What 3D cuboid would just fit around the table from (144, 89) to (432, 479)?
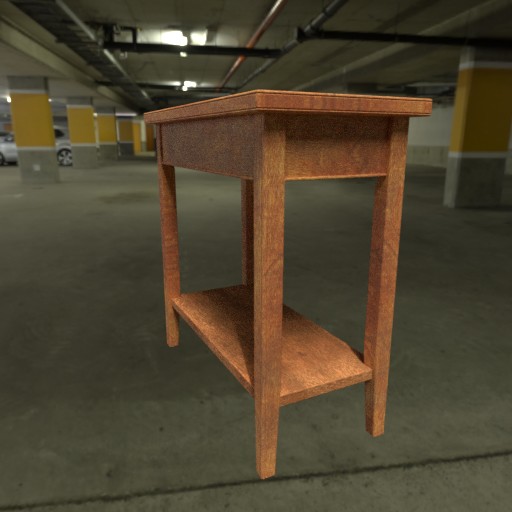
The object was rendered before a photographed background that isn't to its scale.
[{"bbox_3d":[0.000,0.000,0.959,0.305,0.610,0.610,-7,17,-26],"label":"table"}]
